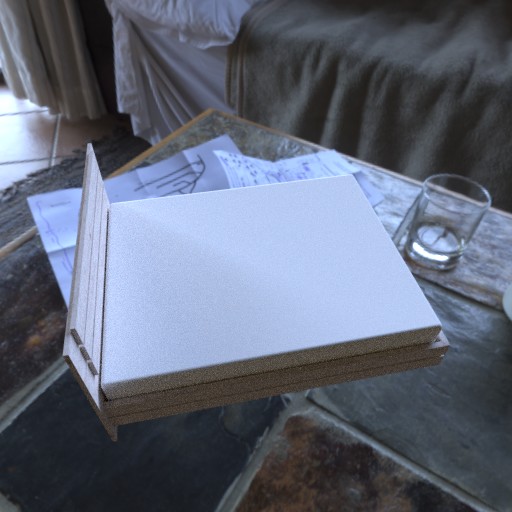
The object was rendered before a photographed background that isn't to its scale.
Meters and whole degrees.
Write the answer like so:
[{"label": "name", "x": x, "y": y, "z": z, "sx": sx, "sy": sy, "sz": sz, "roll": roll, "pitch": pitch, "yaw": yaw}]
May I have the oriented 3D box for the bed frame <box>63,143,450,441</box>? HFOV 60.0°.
[{"label": "bed frame", "x": 0.000, "y": 0.000, "z": 3.019, "sx": 2.080, "sy": 0.970, "sz": 1.750, "roll": -8, "pitch": 47, "yaw": -8}]
